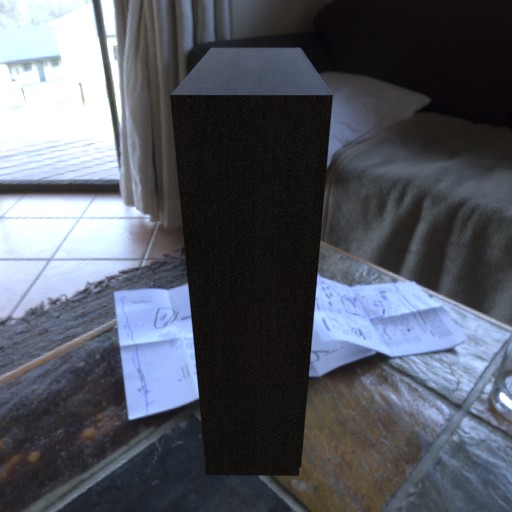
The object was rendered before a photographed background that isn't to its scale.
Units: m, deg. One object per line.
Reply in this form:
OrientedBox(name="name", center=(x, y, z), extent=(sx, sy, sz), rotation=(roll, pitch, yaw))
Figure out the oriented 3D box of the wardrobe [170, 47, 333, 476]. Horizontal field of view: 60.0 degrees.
OrientedBox(name="wardrobe", center=(0.000, 0.000, 2.386), extent=(0.510, 1.910, 1.290), rotation=(0, 31, 0))
